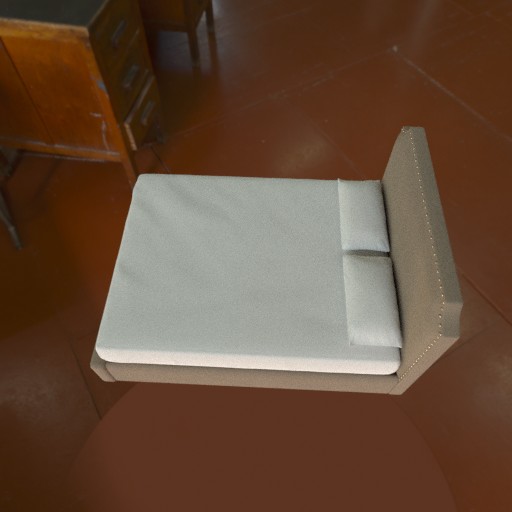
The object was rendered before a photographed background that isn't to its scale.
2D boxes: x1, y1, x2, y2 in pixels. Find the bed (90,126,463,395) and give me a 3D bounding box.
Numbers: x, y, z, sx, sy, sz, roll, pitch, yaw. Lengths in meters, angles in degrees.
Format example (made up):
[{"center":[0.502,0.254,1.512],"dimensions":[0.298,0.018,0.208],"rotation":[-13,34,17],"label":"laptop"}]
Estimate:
[{"center":[0.000,0.000,3.402],"dimensions":[2.329,1.415,1.703],"rotation":[2,58,1],"label":"bed"}]
